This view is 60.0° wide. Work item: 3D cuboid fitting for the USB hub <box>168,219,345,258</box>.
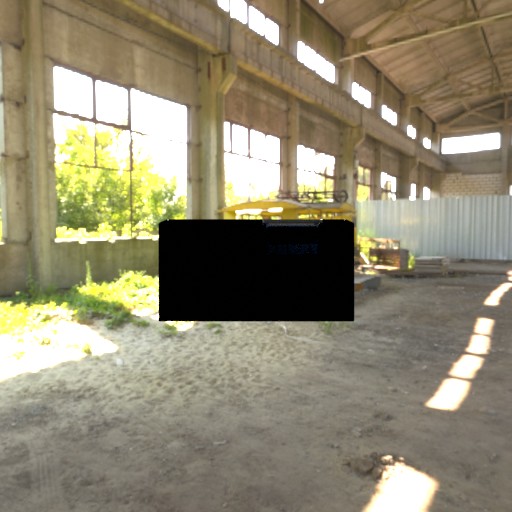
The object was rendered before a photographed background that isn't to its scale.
[{"bbox_3d":[0.000,0.000,0.158,0.044,0.023,0.145,0,3,0],"label":"USB hub"}]
